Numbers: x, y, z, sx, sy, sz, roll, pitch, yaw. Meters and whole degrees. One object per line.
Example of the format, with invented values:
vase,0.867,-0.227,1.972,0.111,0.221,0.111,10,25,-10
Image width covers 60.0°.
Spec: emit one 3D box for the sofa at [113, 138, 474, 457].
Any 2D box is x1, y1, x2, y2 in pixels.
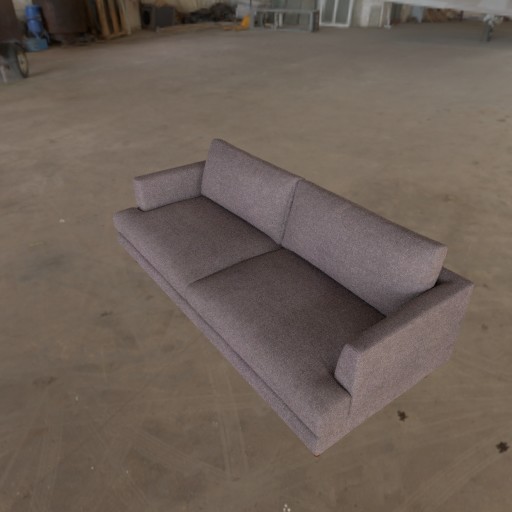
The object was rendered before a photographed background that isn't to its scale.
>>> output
sofa,0.000,0.000,2.769,1.020,0.868,2.250,-21,38,-30
